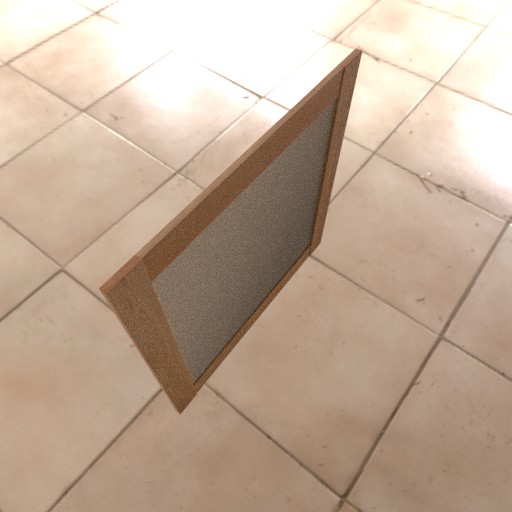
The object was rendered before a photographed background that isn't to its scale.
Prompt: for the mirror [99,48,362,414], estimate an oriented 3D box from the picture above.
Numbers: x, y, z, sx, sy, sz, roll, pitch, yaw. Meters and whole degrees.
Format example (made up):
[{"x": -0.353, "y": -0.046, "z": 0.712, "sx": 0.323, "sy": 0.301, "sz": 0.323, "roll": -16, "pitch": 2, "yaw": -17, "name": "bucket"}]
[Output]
[{"x": 0.000, "y": 0.000, "z": 1.203, "sx": 0.020, "sy": 0.800, "sz": 0.800, "roll": 33, "pitch": 63, "yaw": 19, "name": "mirror"}]
